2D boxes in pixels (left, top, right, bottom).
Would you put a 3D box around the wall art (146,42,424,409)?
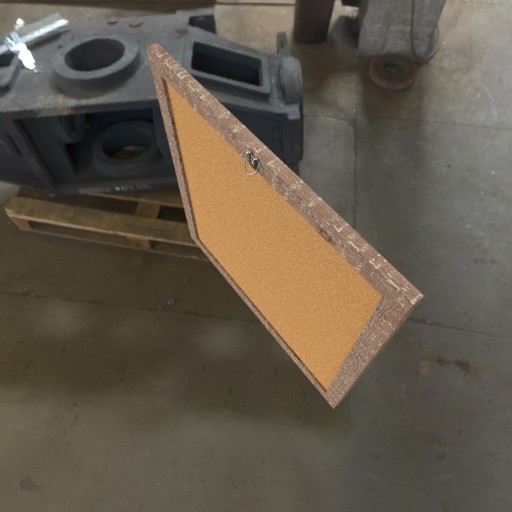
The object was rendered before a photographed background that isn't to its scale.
[{"bbox_3d":[0.000,0.000,0.566,0.022,0.380,0.380,-34,66,-18],"label":"wall art"}]
